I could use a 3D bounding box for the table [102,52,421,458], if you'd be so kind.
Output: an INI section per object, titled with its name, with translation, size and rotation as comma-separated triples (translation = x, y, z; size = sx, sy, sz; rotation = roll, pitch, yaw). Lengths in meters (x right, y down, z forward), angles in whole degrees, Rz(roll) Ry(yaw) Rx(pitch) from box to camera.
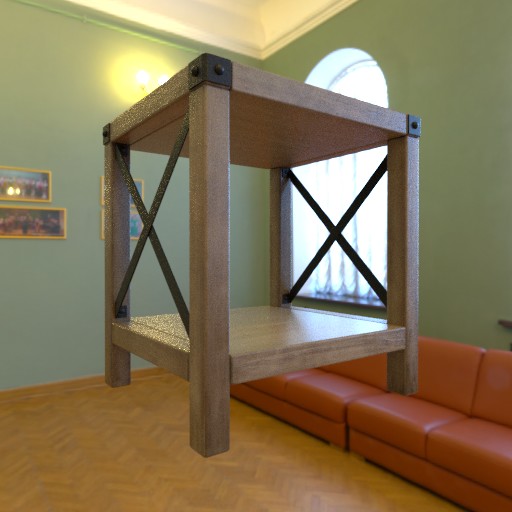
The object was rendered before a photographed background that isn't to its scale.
[table]
translation = 0.000, 0.000, 0.924
size = 0.510, 0.561, 0.459
rotation = 0, 0, -36
